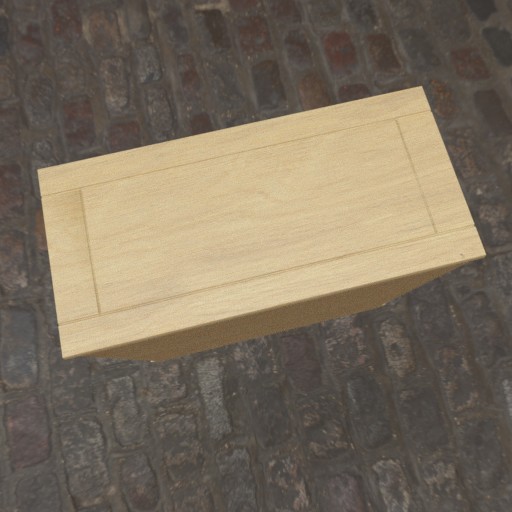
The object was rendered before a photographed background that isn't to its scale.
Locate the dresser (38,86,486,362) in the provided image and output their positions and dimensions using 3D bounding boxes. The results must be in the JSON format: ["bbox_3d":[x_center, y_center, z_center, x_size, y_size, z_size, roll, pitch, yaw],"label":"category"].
[{"bbox_3d":[0.000,0.000,1.383,0.915,0.835,0.440,-13,76,-3],"label":"dresser"}]
